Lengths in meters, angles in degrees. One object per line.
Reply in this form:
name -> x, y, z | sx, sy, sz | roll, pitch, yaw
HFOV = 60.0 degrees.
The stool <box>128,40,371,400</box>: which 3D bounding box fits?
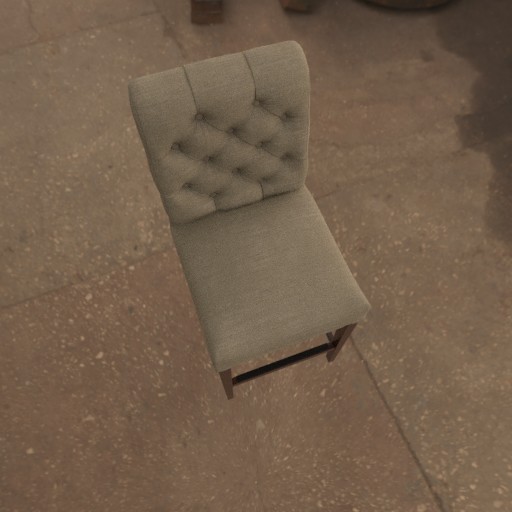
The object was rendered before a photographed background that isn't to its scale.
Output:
stool -> 0.000, 0.000, 1.468 | 0.486, 1.084, 0.660 | -18, 64, -9
